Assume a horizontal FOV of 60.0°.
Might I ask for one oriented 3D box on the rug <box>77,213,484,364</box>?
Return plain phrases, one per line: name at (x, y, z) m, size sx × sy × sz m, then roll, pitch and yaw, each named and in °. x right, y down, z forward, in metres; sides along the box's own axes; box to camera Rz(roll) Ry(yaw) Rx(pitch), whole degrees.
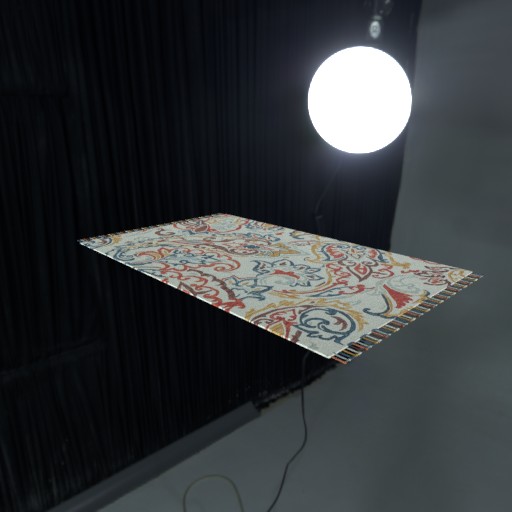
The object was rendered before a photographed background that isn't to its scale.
rug at (0.000, 0.000, 3.177) m, size 1.523 × 0.010 × 2.584 m, roll -16°, pitch 24°, yaw -42°
